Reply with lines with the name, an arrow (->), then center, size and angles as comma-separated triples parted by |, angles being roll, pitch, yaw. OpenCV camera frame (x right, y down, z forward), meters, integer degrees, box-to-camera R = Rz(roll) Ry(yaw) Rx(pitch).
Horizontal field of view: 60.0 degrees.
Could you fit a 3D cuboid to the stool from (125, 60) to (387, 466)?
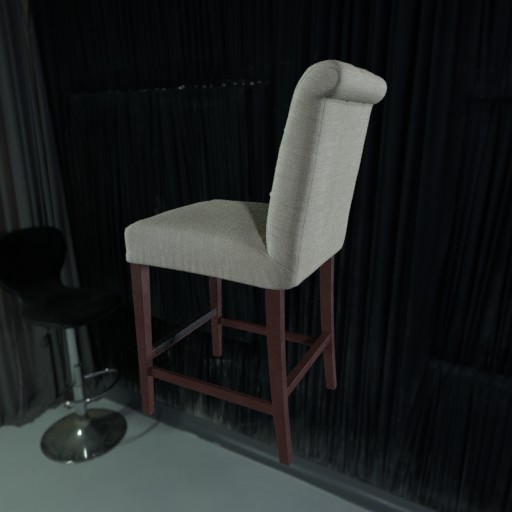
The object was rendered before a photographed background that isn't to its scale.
stool -> 0.000, 0.000, 1.413 | 0.660, 1.084, 0.486 | 9, 19, 26
